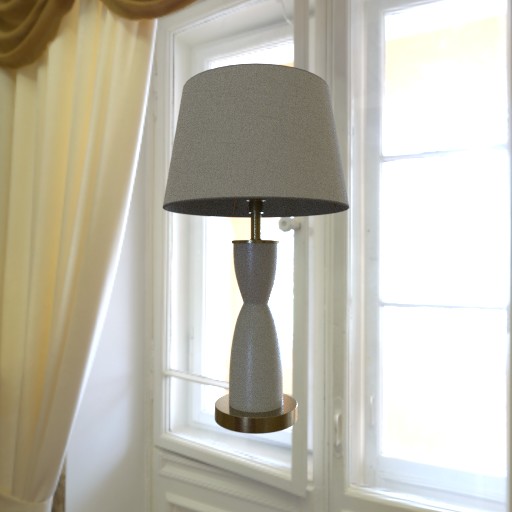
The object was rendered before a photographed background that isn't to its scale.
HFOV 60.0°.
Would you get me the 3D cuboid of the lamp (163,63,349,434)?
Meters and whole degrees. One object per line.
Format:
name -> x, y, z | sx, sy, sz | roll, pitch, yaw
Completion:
lamp -> 0.000, 0.000, 0.748 | 0.309, 0.545, 0.309 | 0, 0, 0
